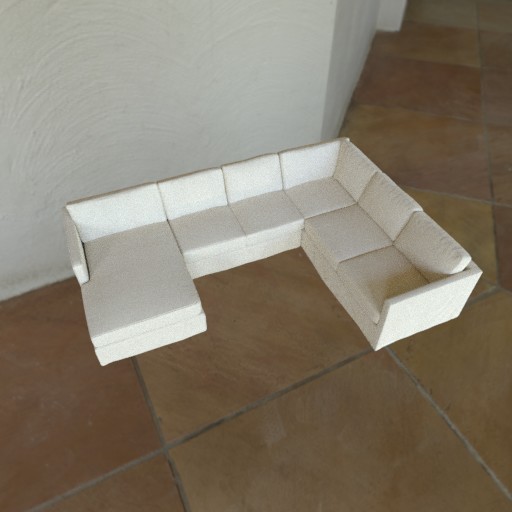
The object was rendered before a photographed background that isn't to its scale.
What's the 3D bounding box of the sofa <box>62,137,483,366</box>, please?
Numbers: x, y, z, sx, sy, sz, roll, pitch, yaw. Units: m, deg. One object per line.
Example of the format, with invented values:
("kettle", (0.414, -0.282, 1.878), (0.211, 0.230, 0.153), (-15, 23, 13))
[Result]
("sofa", (0.000, 0.000, 4.496), (3.464, 0.882, 2.448), (-17, 48, -16))
